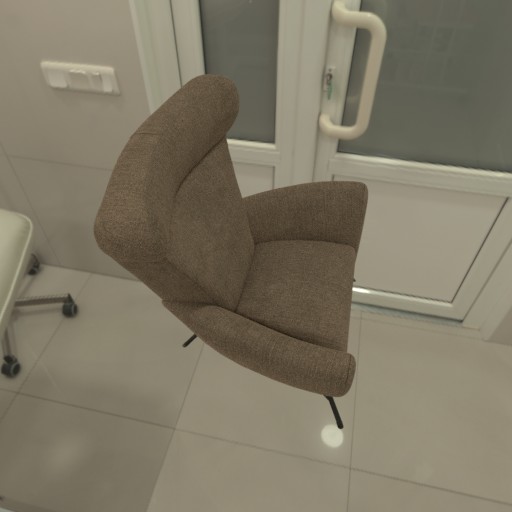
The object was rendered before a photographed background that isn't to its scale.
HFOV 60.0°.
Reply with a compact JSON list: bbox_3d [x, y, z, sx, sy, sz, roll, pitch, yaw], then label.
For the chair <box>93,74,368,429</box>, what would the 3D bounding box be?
[{"bbox_3d":[0.000,0.000,1.747,0.900,1.040,0.980,9,48,8],"label":"chair"}]
